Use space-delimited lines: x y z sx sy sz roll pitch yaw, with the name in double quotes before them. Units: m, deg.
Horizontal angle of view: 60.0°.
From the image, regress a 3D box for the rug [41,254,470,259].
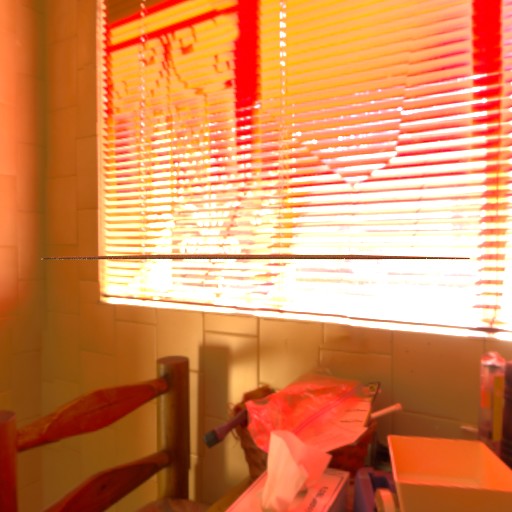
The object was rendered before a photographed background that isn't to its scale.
"rug" 0.000 0.000 4.024 2.434 0.013 3.057 0 1 0
